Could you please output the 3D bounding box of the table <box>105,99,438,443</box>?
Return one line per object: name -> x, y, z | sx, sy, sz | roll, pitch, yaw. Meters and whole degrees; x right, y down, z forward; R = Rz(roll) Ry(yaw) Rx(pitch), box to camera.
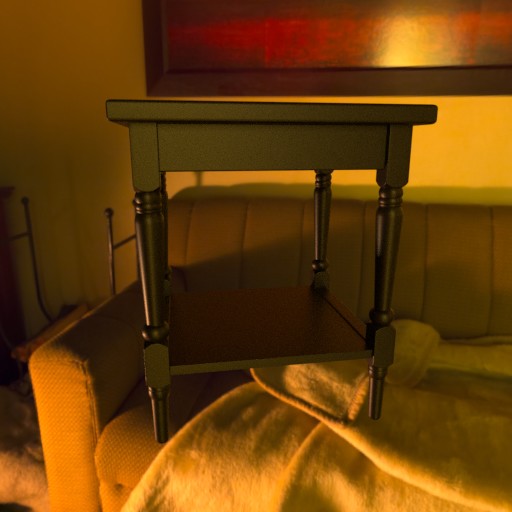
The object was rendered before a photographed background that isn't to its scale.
table -> 0.000, 0.000, 0.913 | 0.488, 0.565, 0.442 | -2, 14, -10
